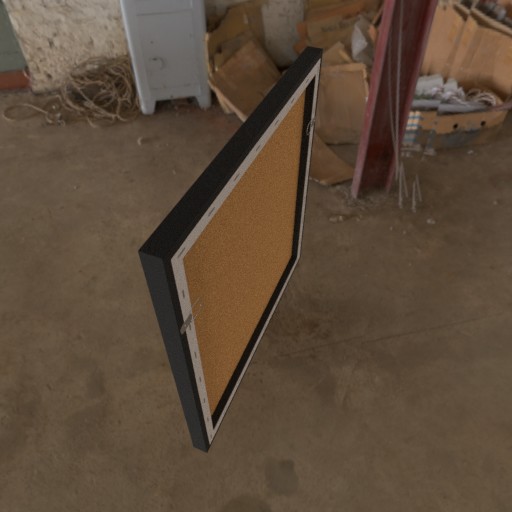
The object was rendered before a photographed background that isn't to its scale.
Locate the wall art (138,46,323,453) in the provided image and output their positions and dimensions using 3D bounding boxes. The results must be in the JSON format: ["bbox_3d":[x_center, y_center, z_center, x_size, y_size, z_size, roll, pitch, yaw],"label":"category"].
[{"bbox_3d":[0.000,0.000,1.132,0.044,0.758,0.758,17,50,15],"label":"wall art"}]
